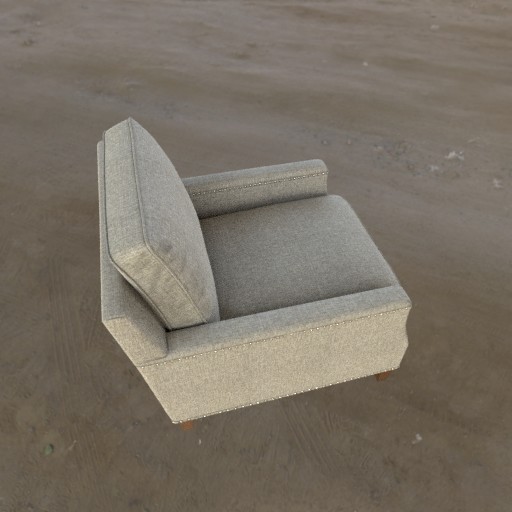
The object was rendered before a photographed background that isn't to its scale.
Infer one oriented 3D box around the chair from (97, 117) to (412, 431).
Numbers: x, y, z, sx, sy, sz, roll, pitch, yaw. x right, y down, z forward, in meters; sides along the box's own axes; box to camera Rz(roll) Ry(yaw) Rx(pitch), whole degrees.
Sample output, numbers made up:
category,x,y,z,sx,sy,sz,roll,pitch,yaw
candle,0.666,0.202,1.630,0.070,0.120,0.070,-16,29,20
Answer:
category,x,y,z,sx,sy,sz,roll,pitch,yaw
chair,0.000,0.000,1.706,1.014,0.943,0.853,-11,47,-10
